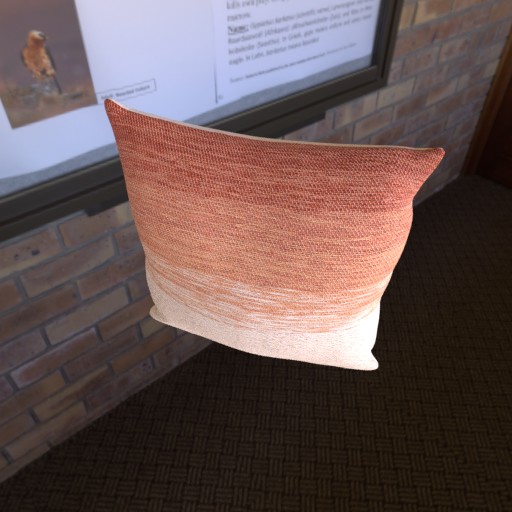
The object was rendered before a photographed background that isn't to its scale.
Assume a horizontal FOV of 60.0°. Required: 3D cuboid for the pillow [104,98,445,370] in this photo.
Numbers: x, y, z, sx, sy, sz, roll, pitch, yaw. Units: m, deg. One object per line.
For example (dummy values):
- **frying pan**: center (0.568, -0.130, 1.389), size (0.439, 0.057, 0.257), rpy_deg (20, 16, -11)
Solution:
- **pillow**: center (0.000, 0.000, 0.678), size (0.440, 0.441, 0.182), rpy_deg (12, 43, 13)
